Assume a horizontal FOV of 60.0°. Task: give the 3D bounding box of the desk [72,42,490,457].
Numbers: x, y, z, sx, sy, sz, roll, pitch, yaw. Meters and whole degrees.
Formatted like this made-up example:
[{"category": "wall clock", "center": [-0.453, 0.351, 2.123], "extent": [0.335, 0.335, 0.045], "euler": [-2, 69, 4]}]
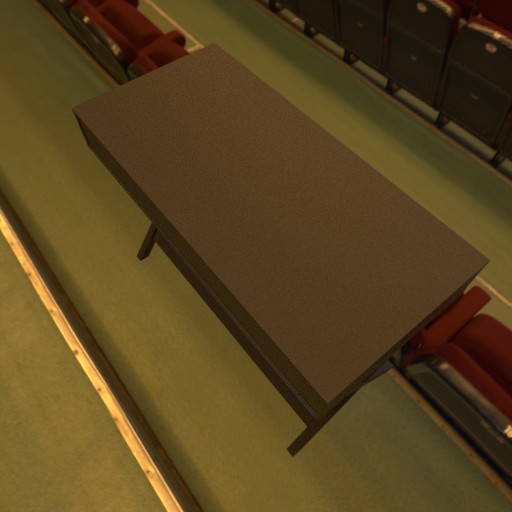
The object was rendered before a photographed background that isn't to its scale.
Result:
[{"category": "desk", "center": [0.000, 0.000, 1.461], "extent": [0.504, 0.780, 1.057], "euler": [-34, 64, -19]}]
